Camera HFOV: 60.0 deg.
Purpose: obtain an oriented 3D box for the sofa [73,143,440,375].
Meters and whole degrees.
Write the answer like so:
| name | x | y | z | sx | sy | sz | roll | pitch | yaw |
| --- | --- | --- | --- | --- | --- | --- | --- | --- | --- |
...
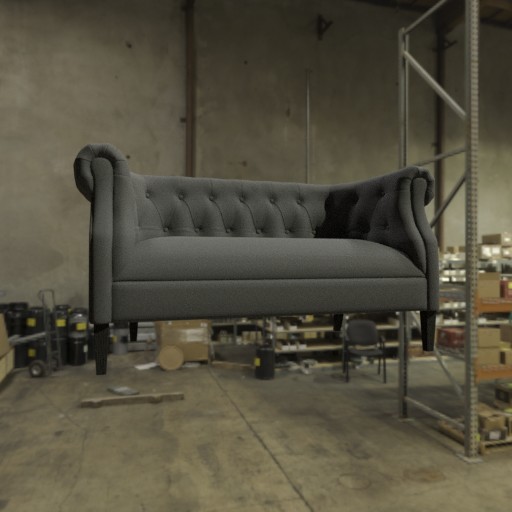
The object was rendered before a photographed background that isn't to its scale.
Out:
| name | x | y | z | sx | sy | sz | roll | pitch | yaw |
| --- | --- | --- | --- | --- | --- | --- | --- | --- | --- |
| sofa | 0.000 | 0.000 | 2.083 | 1.558 | 0.827 | 0.835 | 0 | -1 | -17 |
